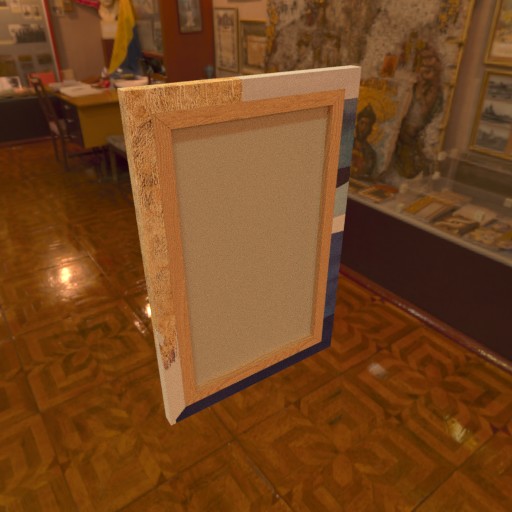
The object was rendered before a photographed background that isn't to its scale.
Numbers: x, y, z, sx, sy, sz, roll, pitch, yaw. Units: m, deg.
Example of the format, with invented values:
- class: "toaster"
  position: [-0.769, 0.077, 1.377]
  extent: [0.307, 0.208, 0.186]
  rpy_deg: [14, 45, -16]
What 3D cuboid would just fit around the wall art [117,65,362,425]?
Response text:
- class: "wall art"
  position: [0.000, 0.000, 1.201]
  extent: [0.607, 0.911, 0.039]
  rpy_deg: [-19, 35, -29]
